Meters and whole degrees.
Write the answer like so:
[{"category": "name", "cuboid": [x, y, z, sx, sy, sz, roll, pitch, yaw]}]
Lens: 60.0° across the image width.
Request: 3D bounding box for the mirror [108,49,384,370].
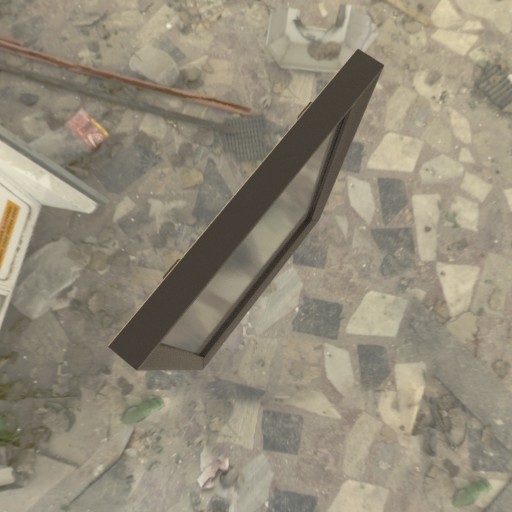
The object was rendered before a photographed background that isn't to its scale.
[{"category": "mirror", "cuboid": [0.000, 0.000, 0.690, 0.041, 0.509, 0.406, 37, 78, 9]}]
